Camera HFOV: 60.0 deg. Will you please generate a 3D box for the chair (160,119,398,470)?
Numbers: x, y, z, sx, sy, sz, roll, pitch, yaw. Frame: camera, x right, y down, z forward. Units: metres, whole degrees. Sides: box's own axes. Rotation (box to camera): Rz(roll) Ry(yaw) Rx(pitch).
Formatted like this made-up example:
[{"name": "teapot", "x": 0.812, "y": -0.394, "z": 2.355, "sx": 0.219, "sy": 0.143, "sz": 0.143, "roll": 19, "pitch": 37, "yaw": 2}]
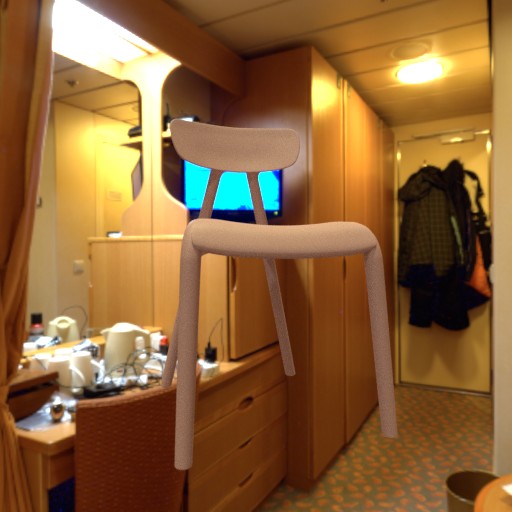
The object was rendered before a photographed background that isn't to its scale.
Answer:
[{"name": "chair", "x": 0.000, "y": 0.000, "z": 0.840, "sx": 0.356, "sy": 0.580, "sz": 0.401, "roll": 0, "pitch": 1, "yaw": -18}]
